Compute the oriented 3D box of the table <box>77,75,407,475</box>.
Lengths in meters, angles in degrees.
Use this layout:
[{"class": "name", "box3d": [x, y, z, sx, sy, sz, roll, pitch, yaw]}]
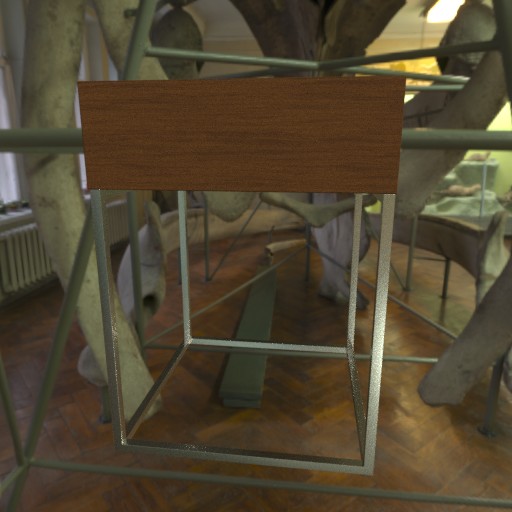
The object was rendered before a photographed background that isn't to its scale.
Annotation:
[{"class": "table", "box3d": [0.000, 0.000, 0.786, 0.397, 0.540, 0.398, 2, 15, 7]}]
